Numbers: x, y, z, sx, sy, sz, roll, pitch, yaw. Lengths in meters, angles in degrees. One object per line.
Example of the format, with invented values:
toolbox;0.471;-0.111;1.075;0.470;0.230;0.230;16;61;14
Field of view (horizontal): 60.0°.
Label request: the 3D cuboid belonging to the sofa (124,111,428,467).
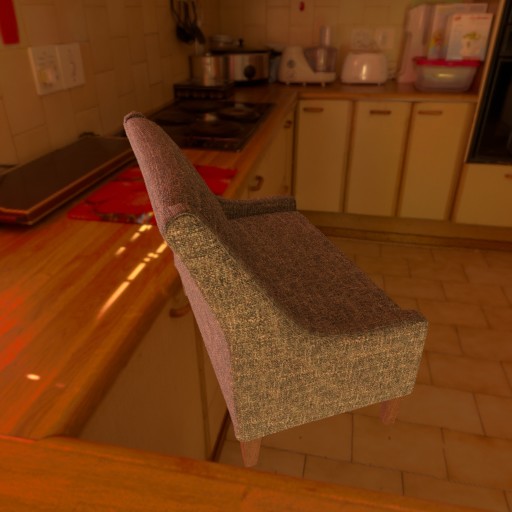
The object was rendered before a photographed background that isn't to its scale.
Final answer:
sofa;0.000;0.000;1.872;0.870;1.021;1.242;-10;31;-16
